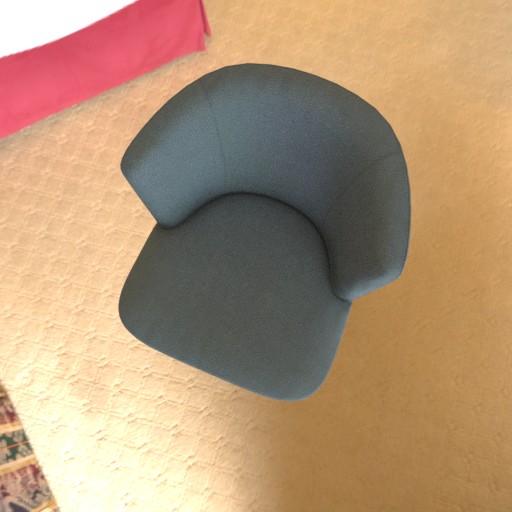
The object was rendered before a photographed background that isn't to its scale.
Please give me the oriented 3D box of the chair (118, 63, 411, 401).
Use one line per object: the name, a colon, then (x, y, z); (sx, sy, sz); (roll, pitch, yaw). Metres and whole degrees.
chair: (0.000, 0.000, 1.275); (0.661, 0.760, 0.702); (22, 76, 6)
